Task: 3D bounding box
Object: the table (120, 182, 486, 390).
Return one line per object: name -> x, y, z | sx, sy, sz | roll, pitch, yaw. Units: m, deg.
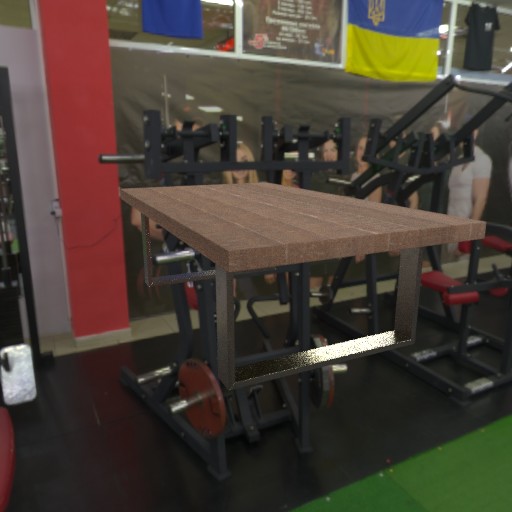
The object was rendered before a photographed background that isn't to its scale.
table -> 0.000, 0.000, 1.772 | 0.800, 0.440, 1.400 | -7, 16, -25
